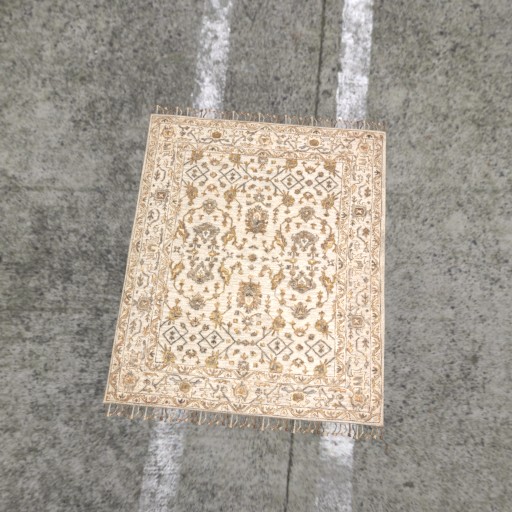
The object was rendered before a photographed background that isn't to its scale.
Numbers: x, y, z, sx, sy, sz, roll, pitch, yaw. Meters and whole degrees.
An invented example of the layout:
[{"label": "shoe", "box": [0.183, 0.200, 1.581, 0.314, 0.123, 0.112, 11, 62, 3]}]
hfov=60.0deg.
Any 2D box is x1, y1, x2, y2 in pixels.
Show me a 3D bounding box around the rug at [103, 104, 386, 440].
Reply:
[{"label": "rug", "box": [0.000, 0.000, 4.163, 2.426, 0.034, 3.061, 5, 75, 1]}]
